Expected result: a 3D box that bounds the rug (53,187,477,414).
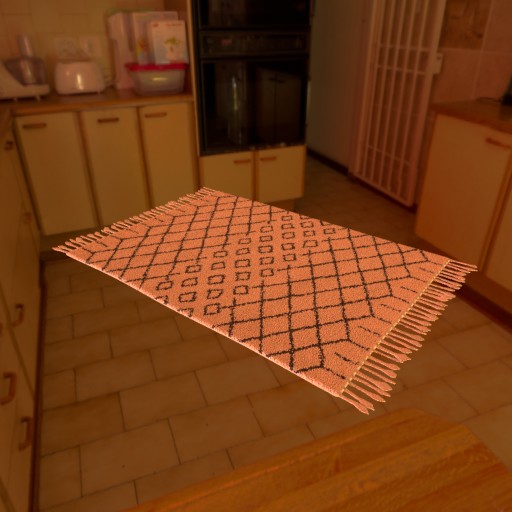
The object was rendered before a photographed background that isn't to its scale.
[{"bbox_3d":[0.000,0.000,3.183,2.615,0.029,1.664,21,35,33],"label":"rug"}]
